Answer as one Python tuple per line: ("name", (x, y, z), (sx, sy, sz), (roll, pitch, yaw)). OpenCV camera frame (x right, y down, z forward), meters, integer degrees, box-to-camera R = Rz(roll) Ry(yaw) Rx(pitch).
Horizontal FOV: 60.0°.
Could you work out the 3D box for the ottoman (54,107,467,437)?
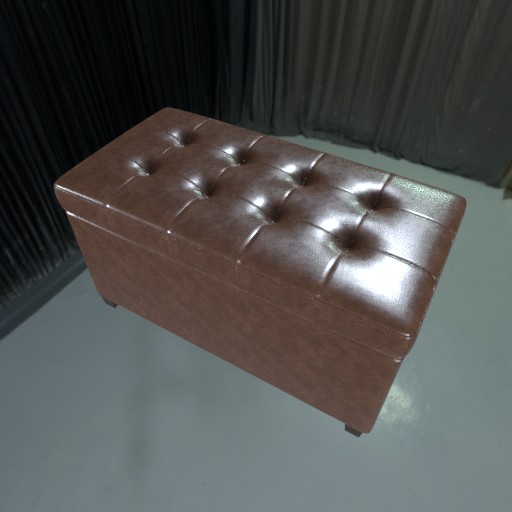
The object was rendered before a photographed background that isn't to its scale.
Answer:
("ottoman", (0.000, 0.000, 1.133), (0.838, 0.470, 0.432), (23, 50, 20))
